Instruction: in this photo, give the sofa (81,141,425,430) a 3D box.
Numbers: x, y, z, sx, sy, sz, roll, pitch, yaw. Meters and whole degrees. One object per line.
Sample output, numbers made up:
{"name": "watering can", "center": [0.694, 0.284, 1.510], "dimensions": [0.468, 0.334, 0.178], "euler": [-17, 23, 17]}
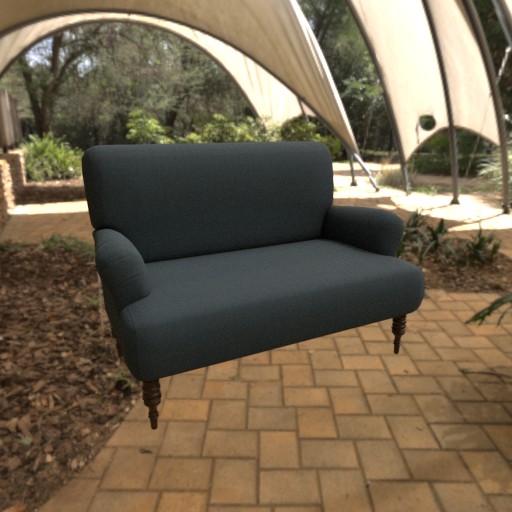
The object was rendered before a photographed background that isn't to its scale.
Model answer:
{"name": "sofa", "center": [0.000, 0.000, 1.842], "dimensions": [1.297, 0.889, 0.779], "euler": [-8, 18, -27]}
